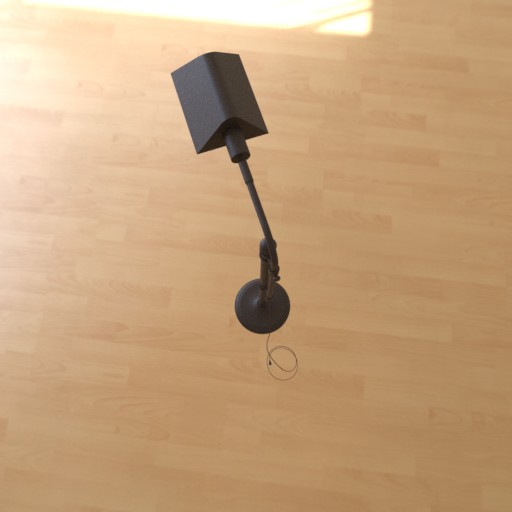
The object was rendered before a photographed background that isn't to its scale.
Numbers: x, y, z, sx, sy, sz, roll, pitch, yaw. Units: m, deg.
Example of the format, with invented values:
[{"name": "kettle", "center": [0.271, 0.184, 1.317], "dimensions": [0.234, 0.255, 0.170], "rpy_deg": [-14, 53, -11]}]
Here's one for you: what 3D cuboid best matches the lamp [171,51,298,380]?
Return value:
[{"name": "lamp", "center": [0.000, 0.000, 0.946], "dimensions": [0.159, 0.708, 0.545], "rpy_deg": [-18, 76, -5]}]
